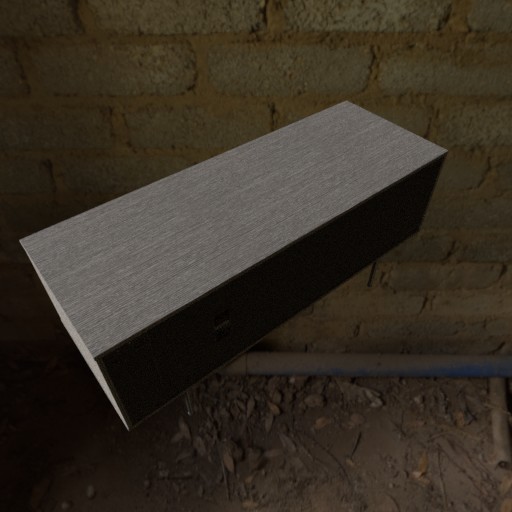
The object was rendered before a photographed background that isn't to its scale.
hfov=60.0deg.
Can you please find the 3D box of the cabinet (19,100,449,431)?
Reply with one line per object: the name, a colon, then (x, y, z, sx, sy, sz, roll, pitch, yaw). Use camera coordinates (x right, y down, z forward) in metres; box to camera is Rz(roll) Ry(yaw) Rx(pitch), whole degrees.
cabinet: (0.000, 0.000, 1.589, 1.300, 0.599, 0.500, -30, 53, -26)
